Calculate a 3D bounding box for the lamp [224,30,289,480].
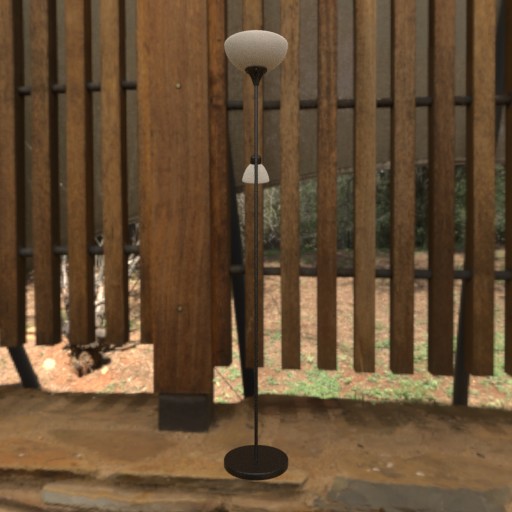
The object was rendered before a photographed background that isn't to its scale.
[{"bbox_3d":[0.000,0.000,1.993,0.279,1.804,0.442,0,0,0],"label":"lamp"}]
